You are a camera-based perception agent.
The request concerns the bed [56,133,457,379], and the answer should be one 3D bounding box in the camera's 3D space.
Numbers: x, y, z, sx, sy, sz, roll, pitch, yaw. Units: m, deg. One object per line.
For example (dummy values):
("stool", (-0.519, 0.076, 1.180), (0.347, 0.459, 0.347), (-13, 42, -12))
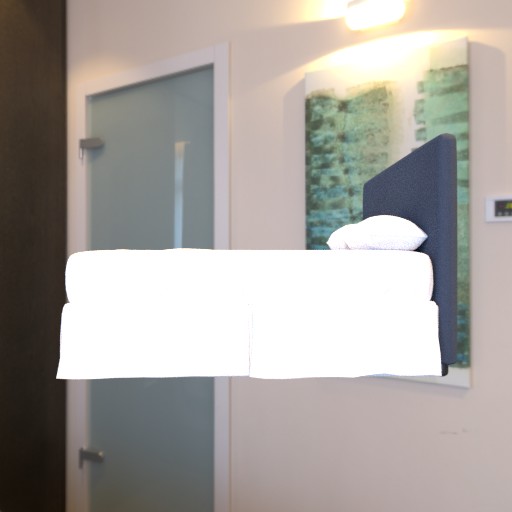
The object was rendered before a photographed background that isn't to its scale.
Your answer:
("bed", (0.000, 0.000, 3.150), (2.162, 1.330, 1.713), (0, 0, -1))
